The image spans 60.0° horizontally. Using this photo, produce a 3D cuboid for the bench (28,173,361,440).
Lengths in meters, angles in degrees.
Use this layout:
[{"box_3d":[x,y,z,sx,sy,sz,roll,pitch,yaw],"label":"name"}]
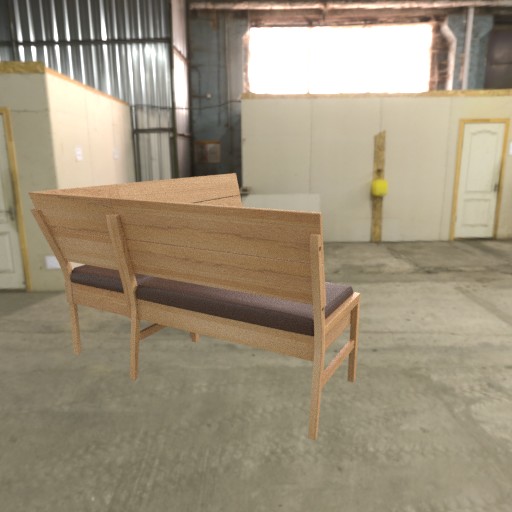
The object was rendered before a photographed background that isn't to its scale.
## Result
[{"box_3d":[0.000,0.000,2.776,1.549,0.890,1.975,7,15,27],"label":"bench"}]
